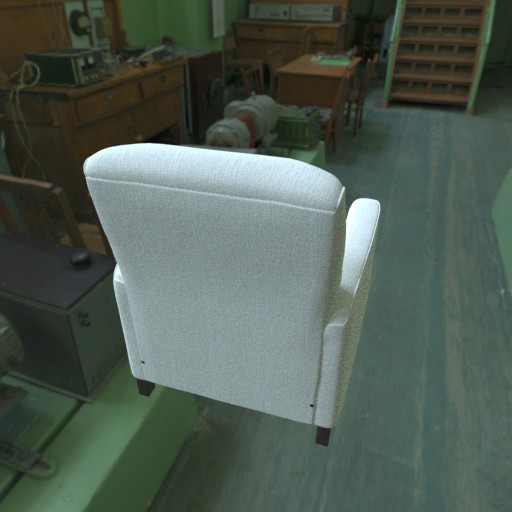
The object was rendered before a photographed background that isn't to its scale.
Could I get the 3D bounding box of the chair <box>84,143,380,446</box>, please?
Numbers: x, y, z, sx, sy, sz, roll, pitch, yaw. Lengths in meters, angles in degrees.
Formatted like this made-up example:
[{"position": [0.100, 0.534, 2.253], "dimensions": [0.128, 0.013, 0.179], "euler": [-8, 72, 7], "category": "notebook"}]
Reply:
[{"position": [0.000, 0.000, 1.645], "dimensions": [0.841, 1.028, 0.858], "euler": [10, 34, 15], "category": "chair"}]
